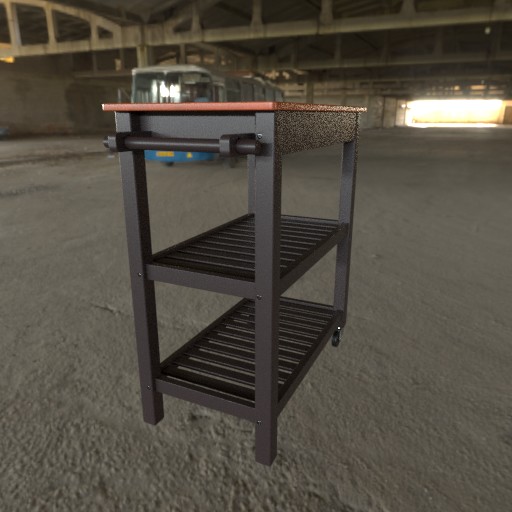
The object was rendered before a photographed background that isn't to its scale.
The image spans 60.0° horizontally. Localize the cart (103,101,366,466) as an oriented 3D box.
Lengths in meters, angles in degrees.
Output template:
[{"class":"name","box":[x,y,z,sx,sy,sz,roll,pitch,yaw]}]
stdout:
[{"class":"cart","box":[0.000,0.000,1.443,0.457,0.927,0.899,8,19,24]}]
